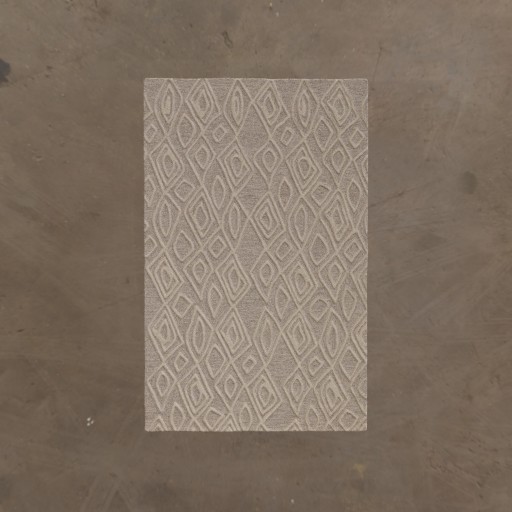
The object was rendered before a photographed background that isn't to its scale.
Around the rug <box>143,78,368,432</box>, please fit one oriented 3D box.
[{"bbox_3d":[0.000,0.000,3.060,1.546,0.010,2.442,0,91,0],"label":"rug"}]
